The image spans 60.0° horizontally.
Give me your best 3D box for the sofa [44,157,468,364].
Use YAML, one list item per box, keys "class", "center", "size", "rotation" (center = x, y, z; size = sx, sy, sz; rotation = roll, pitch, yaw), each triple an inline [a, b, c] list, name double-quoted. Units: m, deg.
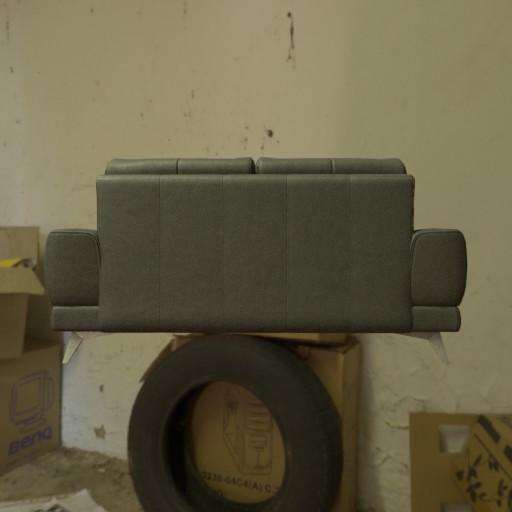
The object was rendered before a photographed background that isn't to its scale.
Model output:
- class: "sofa"
  center: [0.000, 0.000, 2.338]
  size: [1.806, 0.907, 1.018]
  rotation: [0, 0, 0]
